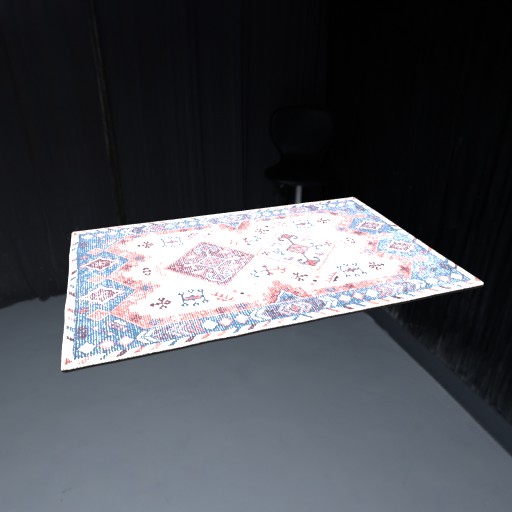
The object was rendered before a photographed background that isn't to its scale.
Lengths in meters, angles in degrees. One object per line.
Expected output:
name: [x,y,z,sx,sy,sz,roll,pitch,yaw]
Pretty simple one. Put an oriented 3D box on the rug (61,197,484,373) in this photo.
rug: [0.000,0.000,2.305,1.840,0.015,1.225,-9,29,-16]
